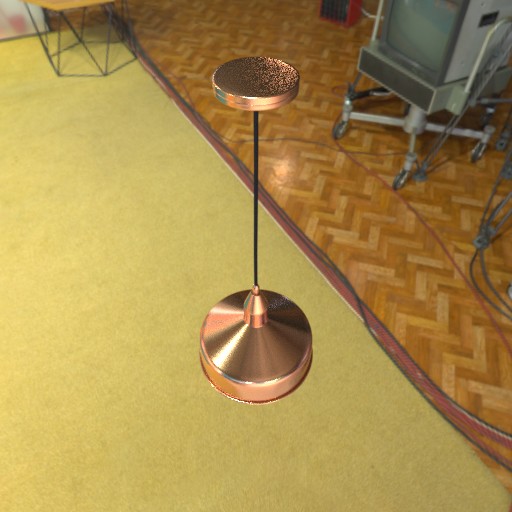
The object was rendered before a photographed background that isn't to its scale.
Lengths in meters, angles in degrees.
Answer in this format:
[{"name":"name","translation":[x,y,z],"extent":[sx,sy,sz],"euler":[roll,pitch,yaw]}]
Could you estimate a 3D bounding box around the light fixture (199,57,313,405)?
[{"name":"light fixture","translation":[0.000,0.000,0.901],"extent":[0.301,0.754,0.301],"euler":[17,50,15]}]
